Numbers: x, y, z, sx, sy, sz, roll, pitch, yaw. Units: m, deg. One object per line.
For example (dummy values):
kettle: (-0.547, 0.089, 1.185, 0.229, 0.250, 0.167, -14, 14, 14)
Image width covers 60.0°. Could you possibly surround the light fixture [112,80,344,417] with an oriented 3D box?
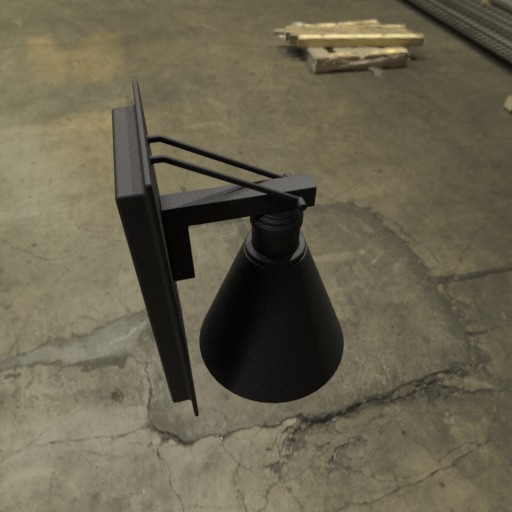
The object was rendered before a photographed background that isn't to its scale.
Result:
light fixture: (0.000, 0.000, 0.423, 0.207, 0.298, 0.170, -10, 46, -10)
